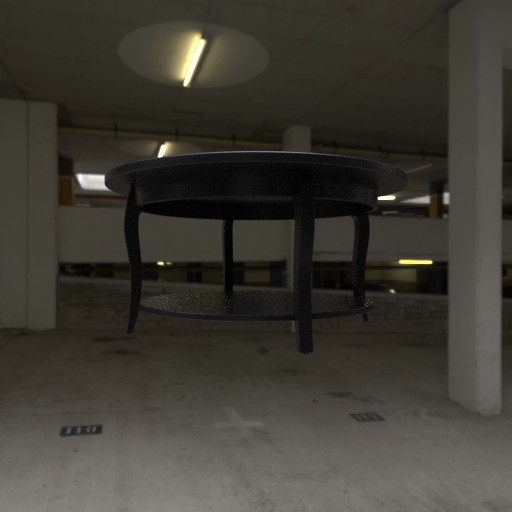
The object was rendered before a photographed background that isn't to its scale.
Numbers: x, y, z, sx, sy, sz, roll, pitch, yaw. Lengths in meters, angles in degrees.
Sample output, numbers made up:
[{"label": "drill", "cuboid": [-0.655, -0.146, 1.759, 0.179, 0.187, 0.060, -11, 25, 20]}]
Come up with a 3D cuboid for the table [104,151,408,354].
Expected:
[{"label": "table", "cuboid": [0.000, 0.000, 1.414, 0.914, 0.457, 0.914, 0, 0, 0]}]
